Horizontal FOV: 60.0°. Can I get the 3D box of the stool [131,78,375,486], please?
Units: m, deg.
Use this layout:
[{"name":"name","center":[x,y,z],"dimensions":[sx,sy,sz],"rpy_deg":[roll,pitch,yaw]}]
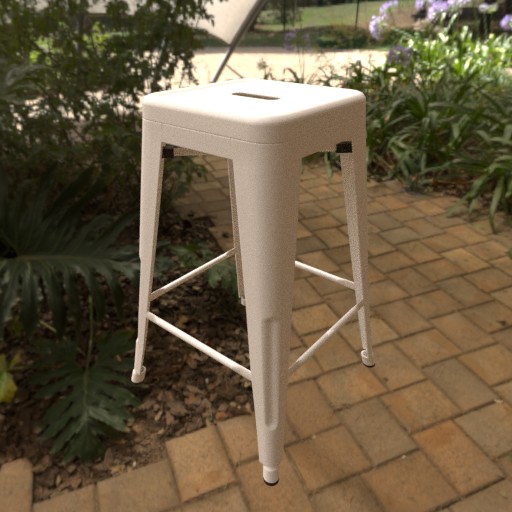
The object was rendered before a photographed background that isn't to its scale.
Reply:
[{"name":"stool","center":[0.000,0.000,0.871],"dimensions":[0.406,0.610,0.406],"rpy_deg":[22,36,34]}]
